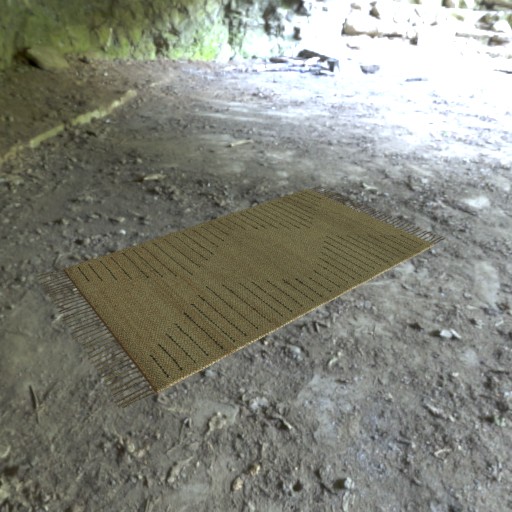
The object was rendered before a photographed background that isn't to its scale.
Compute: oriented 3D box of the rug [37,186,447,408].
[{"bbox_3d":[0.000,0.000,2.051,1.718,0.017,0.905,-22,37,-32],"label":"rug"}]
